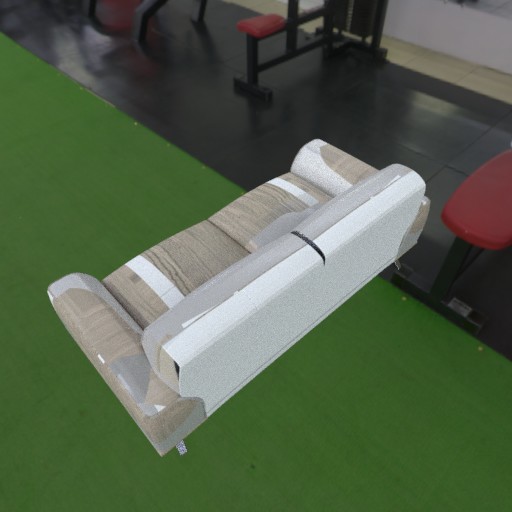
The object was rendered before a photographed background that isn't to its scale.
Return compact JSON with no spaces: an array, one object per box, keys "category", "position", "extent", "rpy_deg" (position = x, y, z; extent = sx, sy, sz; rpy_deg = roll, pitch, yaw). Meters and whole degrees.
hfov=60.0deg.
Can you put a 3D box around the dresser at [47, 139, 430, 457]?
[{"category":"dresser","position":[0.000,0.000,5.827],"extent":[4.679,1.863,2.251],"rpy_deg":[-34,55,-28]}]
